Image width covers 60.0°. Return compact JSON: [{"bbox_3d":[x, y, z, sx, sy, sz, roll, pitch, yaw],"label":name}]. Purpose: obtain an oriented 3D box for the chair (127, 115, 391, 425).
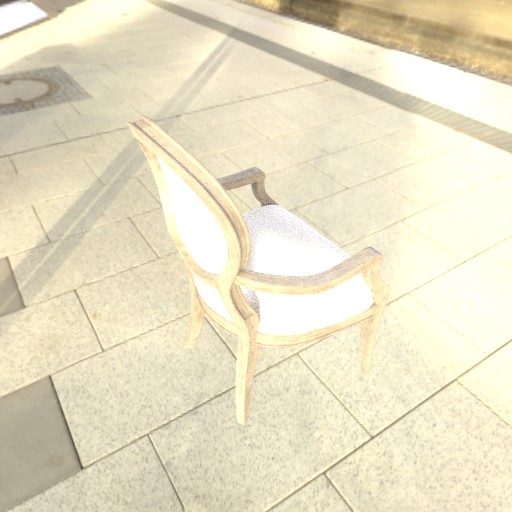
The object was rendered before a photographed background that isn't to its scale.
[{"bbox_3d":[0.000,0.000,1.371,0.602,0.991,0.611,-24,46,-26],"label":"chair"}]
